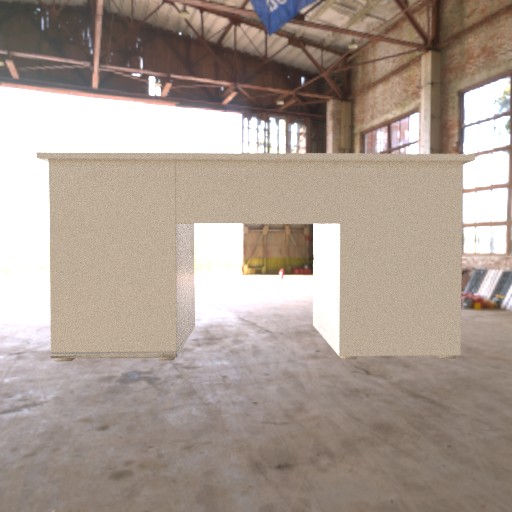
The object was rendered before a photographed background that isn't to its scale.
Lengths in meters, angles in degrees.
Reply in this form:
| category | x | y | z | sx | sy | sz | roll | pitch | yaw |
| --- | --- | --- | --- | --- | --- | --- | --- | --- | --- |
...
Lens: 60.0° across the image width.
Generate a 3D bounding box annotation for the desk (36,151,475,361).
| category | x | y | z | sx | sy | sz | roll | pitch | yaw |
| --- | --- | --- | --- | --- | --- | --- | --- | --- | --- |
| desk | 0.000 | 0.000 | 1.937 | 1.580 | 0.760 | 0.670 | 0 | 2 | -2 |
